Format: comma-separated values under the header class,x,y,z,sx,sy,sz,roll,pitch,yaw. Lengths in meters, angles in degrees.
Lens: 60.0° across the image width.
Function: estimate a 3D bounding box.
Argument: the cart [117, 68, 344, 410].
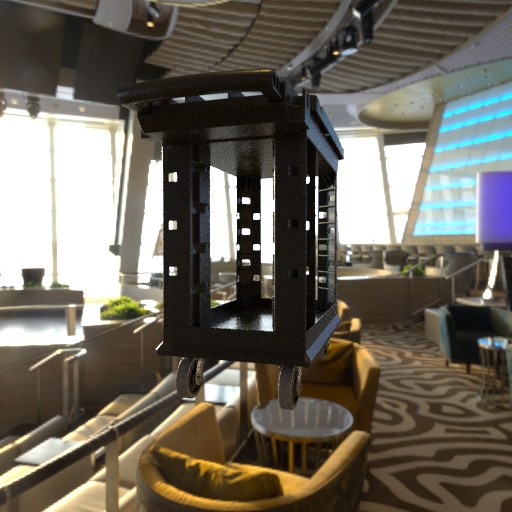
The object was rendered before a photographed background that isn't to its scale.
class,x,y,z,sx,sy,sz,roll,pitch,yaw
cart,0.000,0.000,1.517,0.497,0.884,1.061,0,2,17
